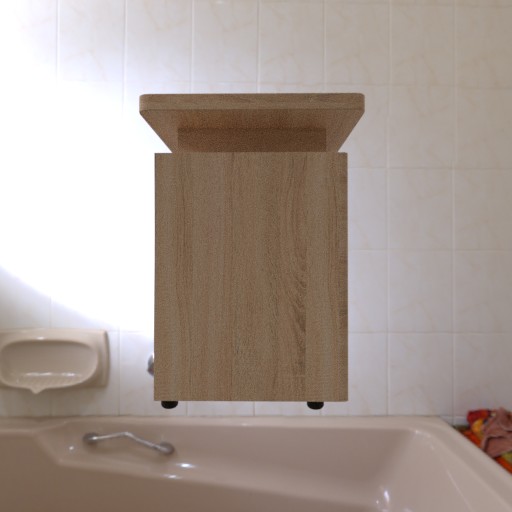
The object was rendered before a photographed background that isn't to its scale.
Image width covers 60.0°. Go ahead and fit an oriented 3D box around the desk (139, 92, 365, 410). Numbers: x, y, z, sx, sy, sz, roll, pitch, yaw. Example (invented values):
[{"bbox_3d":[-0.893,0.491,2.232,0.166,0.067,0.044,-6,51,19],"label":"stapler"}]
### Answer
[{"bbox_3d":[0.000,0.000,1.750,0.550,0.760,1.400,0,-1,1],"label":"desk"}]
